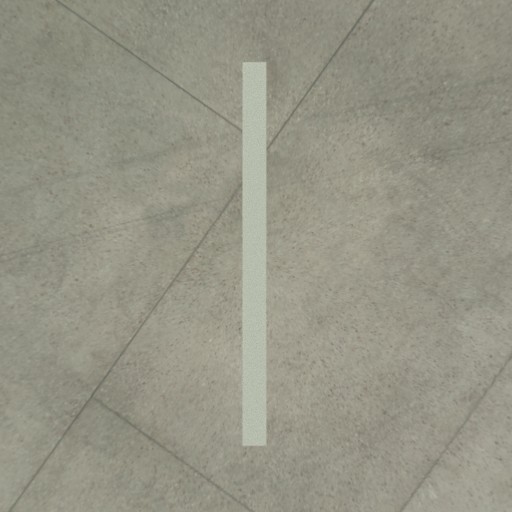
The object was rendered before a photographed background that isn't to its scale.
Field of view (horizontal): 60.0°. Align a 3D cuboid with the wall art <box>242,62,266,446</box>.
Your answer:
[{"bbox_3d":[0.000,0.000,1.162,0.038,0.914,0.610,0,89,0],"label":"wall art"}]
